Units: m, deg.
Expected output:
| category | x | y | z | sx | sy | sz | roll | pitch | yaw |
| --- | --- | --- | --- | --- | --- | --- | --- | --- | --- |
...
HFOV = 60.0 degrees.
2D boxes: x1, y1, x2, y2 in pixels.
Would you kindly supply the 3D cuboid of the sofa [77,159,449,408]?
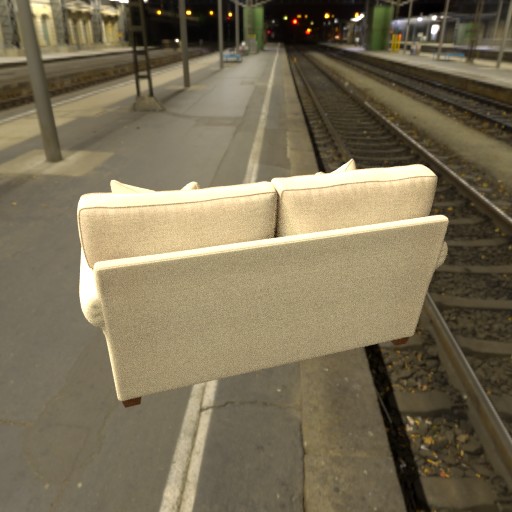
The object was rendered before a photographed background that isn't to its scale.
| category | x | y | z | sx | sy | sz | roll | pitch | yaw |
| --- | --- | --- | --- | --- | --- | --- | --- | --- | --- |
| sofa | 0.000 | 0.000 | 2.318 | 1.701 | 0.966 | 0.966 | -8 | 28 | -16 |
